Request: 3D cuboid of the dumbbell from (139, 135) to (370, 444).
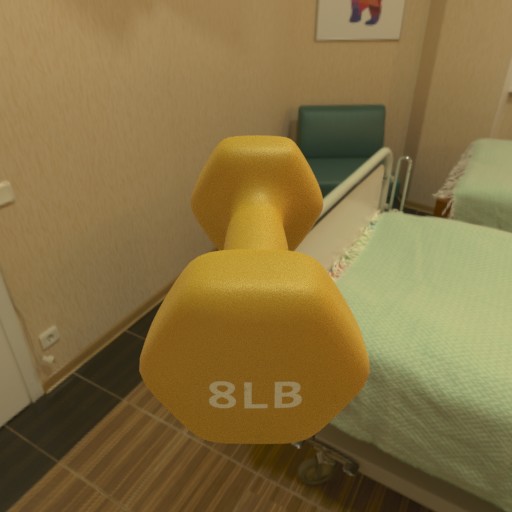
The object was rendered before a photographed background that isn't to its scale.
[{"bbox_3d":[0.000,0.000,0.239,0.090,0.082,0.190,1,32,1],"label":"dumbbell"}]
